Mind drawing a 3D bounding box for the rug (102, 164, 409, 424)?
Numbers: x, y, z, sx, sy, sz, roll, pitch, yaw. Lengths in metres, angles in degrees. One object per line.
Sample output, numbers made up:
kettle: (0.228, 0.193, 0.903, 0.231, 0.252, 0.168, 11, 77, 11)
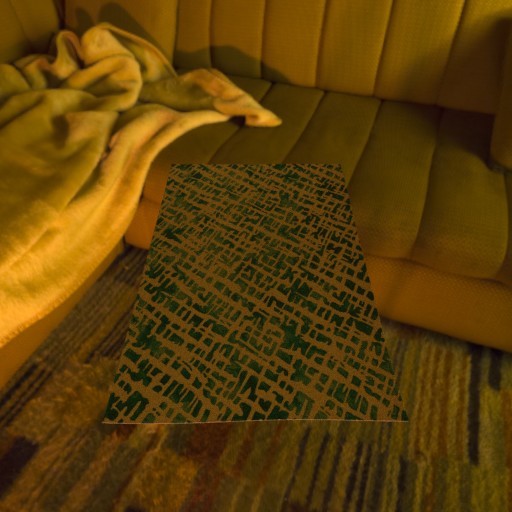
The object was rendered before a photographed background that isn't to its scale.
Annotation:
rug: (0.000, 0.000, 3.087, 1.520, 0.011, 2.447, 0, 42, 0)
